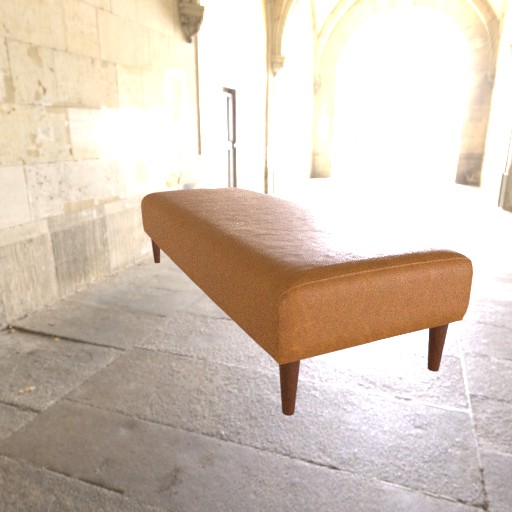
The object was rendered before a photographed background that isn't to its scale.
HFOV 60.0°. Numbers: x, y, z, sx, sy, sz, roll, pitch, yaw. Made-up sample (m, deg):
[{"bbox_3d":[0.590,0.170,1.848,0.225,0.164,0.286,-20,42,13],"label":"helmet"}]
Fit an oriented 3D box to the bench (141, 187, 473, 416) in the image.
[{"bbox_3d":[0.000,0.000,1.849,0.653,0.399,1.610,-7,18,-24],"label":"bench"}]
